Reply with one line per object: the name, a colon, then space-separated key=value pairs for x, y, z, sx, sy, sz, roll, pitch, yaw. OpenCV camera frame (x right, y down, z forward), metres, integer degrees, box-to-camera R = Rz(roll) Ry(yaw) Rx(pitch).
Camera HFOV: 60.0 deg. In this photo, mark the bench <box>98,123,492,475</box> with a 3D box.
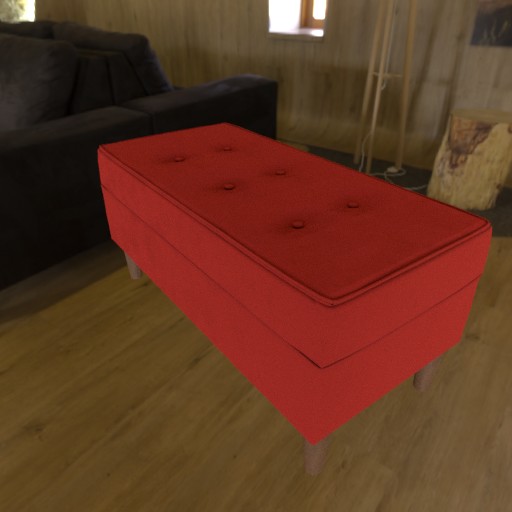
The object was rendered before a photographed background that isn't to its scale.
bench: x=0.000 y=0.000 z=1.232 sx=0.492 sy=0.471 sz=1.016 roll=-21 pitch=37 yaw=-31
